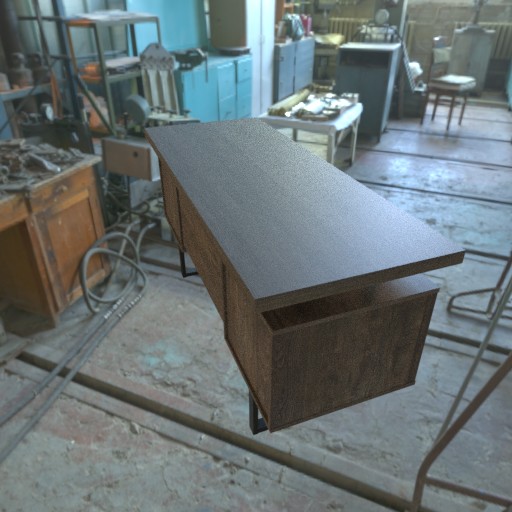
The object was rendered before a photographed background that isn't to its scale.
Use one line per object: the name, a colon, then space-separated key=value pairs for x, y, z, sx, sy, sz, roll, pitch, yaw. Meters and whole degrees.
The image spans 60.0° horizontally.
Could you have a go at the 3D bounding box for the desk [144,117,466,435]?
desk: x=0.000 y=0.000 z=1.884 sx=0.600 sy=0.760 sz=1.524 roll=-11 pitch=33 yaw=-18
